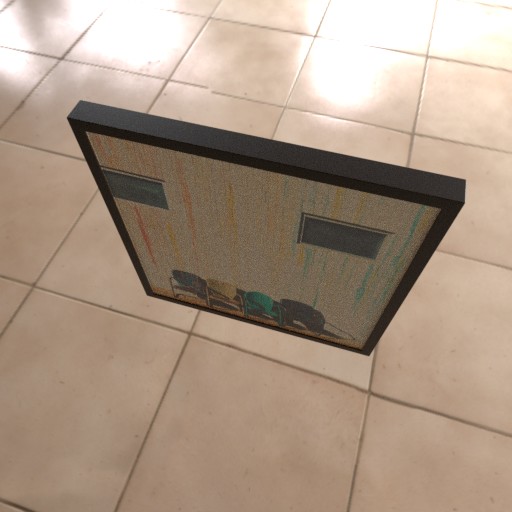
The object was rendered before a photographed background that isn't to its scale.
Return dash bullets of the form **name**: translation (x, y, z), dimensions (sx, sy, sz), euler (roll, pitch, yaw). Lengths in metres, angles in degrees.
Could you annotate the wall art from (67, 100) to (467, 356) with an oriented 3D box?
- **wall art**: translation (0.000, 0.000, 0.764), dimensions (0.506, 0.506, 0.037), euler (14, 59, 9)
